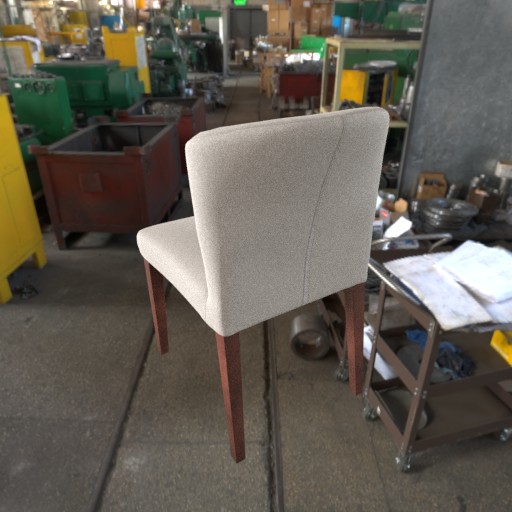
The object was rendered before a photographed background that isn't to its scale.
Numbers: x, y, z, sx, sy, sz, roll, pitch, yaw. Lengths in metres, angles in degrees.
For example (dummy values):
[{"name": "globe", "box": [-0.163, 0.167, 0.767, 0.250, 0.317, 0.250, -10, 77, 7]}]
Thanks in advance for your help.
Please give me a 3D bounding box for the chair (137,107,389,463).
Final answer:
[{"name": "chair", "box": [0.000, 0.000, 1.208, 0.491, 0.839, 0.592, -17, 32, -29]}]
